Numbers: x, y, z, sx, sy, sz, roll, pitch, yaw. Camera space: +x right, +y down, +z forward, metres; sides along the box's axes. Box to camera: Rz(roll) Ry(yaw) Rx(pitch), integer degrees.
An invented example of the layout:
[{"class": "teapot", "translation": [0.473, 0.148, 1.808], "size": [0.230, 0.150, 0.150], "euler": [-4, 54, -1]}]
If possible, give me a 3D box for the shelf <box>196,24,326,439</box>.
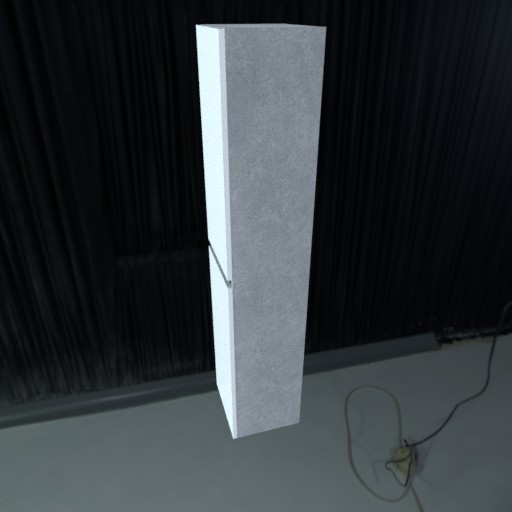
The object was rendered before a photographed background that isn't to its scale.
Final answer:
[{"class": "shelf", "translation": [0.000, 0.000, 1.517], "size": [0.270, 1.400, 0.300], "euler": [-8, 30, -14]}]
